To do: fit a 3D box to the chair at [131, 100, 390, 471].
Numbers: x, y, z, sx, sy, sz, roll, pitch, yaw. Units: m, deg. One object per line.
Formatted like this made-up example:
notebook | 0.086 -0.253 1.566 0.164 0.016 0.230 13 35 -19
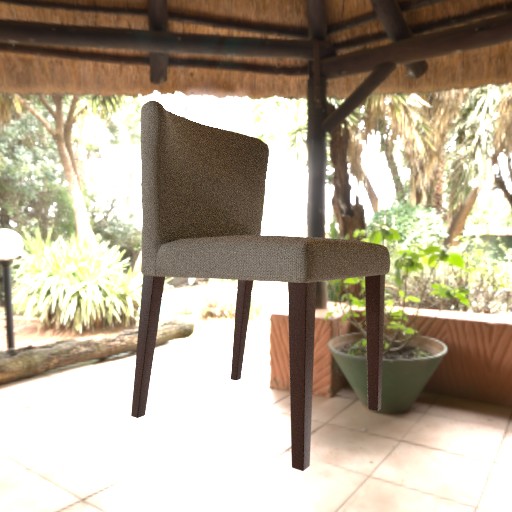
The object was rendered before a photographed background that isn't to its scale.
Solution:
chair | 0.000 0.000 1.194 0.589 0.839 0.491 0 0 35
